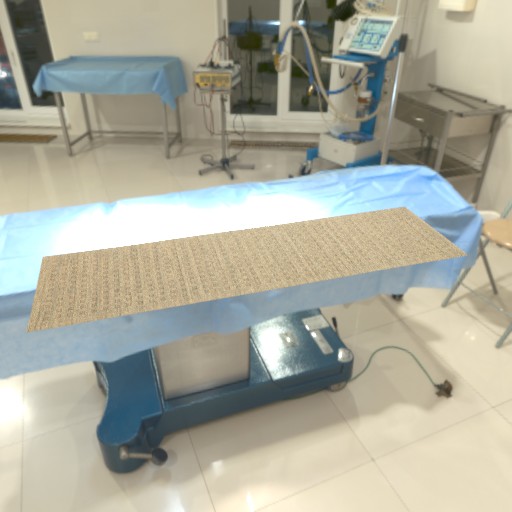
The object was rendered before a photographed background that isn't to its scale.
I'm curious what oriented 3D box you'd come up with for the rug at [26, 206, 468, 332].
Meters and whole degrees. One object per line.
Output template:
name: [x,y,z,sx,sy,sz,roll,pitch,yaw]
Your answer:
rug: [0.000,0.000,2.639,2.437,0.005,0.688,-9,33,-14]
